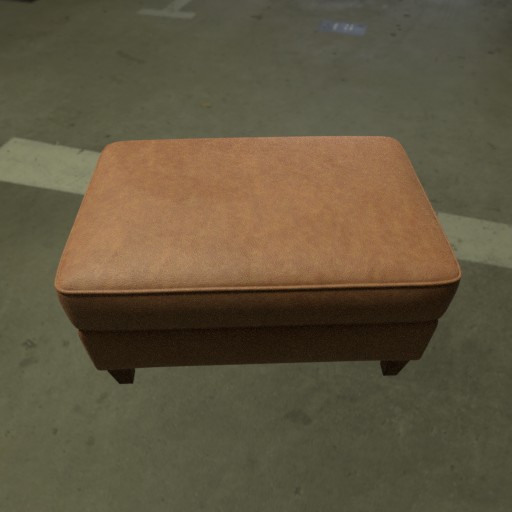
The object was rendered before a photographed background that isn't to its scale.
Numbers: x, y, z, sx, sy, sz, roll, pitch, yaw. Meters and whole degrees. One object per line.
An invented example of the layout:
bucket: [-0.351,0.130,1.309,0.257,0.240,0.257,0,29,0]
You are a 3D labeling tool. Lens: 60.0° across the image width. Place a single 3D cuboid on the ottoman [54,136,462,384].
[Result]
ottoman: [0.000,0.000,1.214,0.864,0.483,0.584,-1,46,-1]
